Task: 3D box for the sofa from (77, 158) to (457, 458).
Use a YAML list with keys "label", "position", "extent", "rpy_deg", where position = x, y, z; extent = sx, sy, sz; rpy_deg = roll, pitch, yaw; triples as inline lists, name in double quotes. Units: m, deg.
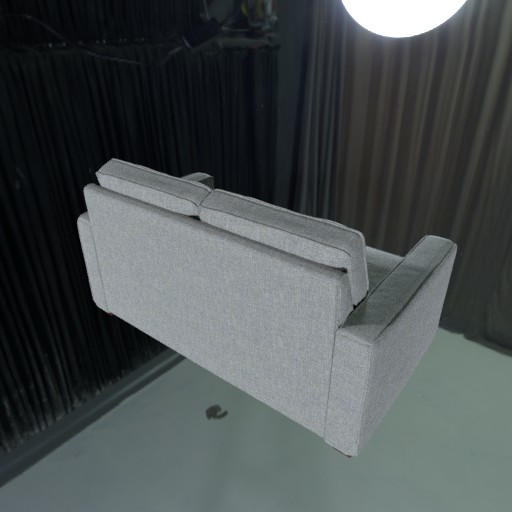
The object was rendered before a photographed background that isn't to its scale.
- label: "sofa"
  position: [0.000, 0.000, 2.260]
  extent: [1.706, 0.915, 0.945]
  rpy_deg: [21, 35, 32]
